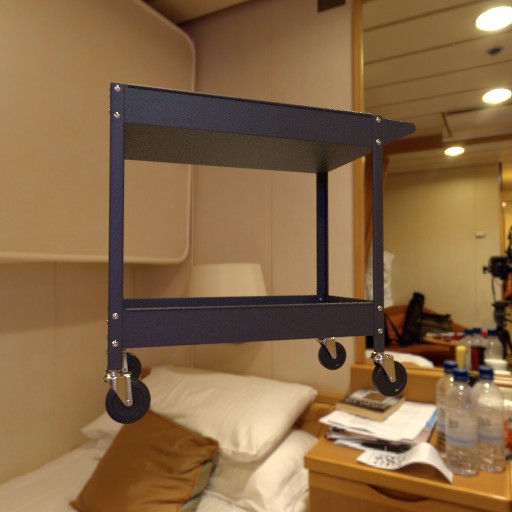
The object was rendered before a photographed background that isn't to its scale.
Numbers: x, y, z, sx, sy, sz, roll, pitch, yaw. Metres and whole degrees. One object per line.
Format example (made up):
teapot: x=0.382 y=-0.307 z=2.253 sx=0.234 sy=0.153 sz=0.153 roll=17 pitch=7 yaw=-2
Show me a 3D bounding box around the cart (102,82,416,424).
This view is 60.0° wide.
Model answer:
cart: x=0.000 y=0.000 z=1.204 sx=0.779 sy=0.719 sz=0.366 roll=1 pitch=-2 yaw=-18
